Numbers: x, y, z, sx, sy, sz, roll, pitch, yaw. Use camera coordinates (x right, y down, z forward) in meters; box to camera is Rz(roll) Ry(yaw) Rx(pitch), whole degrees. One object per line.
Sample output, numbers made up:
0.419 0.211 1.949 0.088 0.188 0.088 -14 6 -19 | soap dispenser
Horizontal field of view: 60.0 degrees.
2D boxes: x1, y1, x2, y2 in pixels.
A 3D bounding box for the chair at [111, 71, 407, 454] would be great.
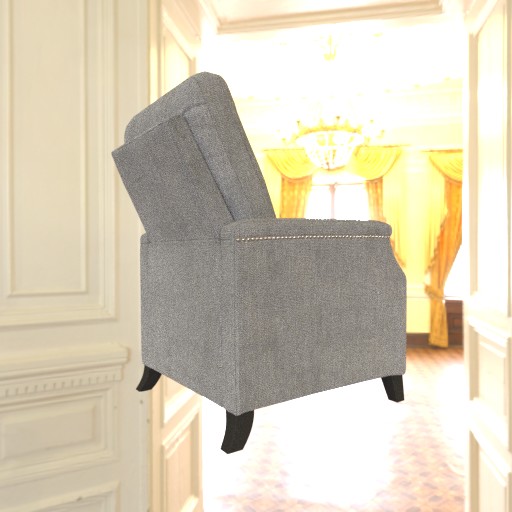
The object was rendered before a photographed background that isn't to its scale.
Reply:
0.000 0.000 1.641 0.922 1.049 0.710 0 0 -35 | chair
